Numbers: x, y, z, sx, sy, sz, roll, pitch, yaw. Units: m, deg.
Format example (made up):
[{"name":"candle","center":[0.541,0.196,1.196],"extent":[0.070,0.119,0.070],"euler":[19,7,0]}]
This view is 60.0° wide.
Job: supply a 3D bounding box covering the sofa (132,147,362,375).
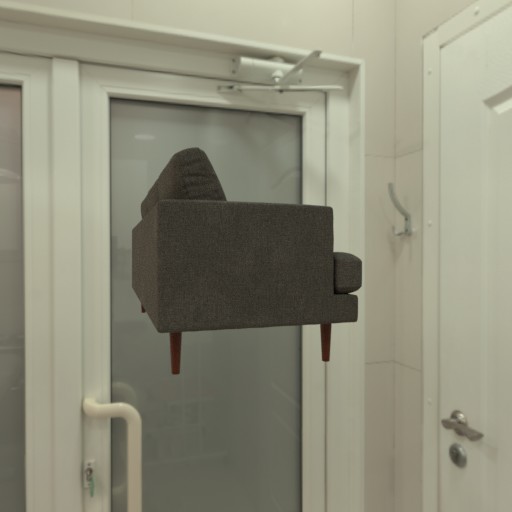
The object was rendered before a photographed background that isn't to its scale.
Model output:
[{"name":"sofa","center":[0.000,0.000,2.958],"extent":[1.504,0.956,2.233],"euler":[0,1,-18]}]
